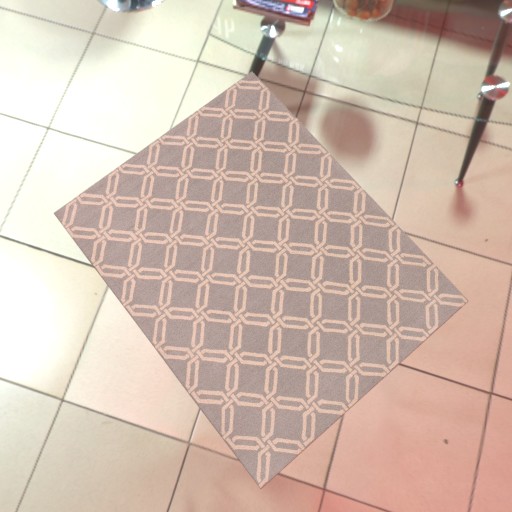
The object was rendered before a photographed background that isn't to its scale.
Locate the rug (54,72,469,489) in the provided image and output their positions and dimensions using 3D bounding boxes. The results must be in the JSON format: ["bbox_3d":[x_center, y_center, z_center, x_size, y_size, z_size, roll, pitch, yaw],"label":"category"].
[{"bbox_3d":[0.000,0.000,3.846,2.288,0.018,2.895,-39,79,-9],"label":"rug"}]
